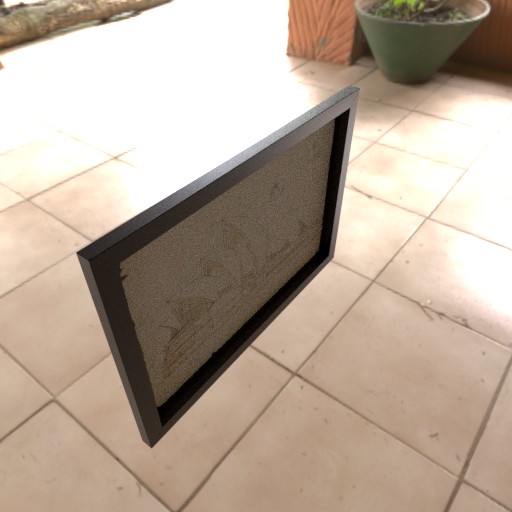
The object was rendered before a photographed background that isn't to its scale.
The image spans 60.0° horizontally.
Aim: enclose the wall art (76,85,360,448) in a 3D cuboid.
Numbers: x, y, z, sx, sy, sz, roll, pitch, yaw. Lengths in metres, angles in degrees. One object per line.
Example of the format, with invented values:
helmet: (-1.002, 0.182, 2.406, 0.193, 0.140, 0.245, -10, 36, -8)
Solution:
wall art: (0.000, 0.000, 0.855, 0.027, 0.458, 0.657, 27, 48, 27)
